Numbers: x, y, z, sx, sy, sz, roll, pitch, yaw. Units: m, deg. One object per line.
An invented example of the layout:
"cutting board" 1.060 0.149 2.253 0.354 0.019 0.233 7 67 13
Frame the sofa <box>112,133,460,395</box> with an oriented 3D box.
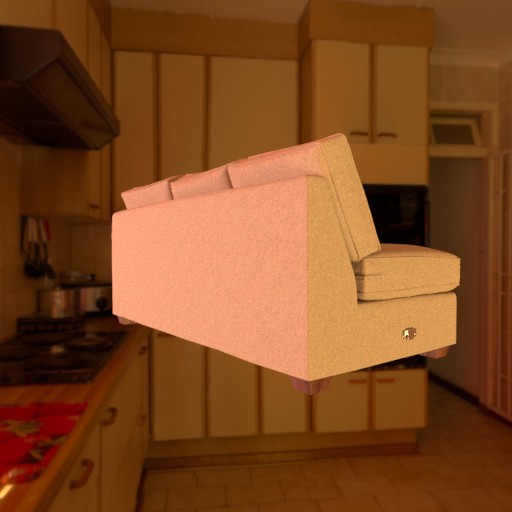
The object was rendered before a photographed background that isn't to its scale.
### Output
"sofa" 0.000 0.000 2.582 1.034 0.946 1.963 -1 2 -37
